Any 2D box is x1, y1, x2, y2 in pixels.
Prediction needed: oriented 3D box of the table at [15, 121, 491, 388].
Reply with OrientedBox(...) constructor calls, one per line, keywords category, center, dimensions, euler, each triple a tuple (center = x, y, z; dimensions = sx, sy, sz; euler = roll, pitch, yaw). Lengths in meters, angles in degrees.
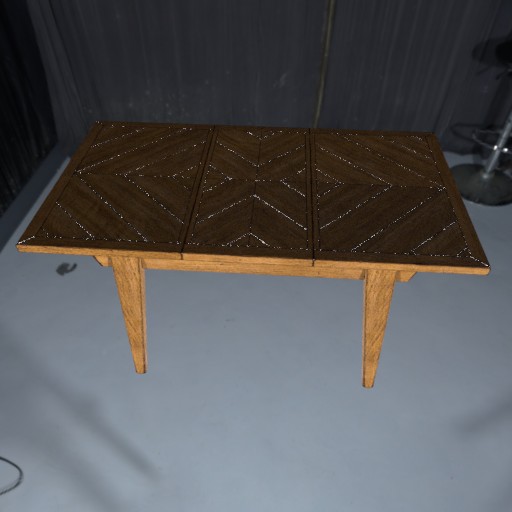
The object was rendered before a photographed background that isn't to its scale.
OrientedBox(category="table", center=(0.000, 0.000, 1.834), dimensions=(1.400, 0.760, 0.757), euler=(3, 45, 3))
